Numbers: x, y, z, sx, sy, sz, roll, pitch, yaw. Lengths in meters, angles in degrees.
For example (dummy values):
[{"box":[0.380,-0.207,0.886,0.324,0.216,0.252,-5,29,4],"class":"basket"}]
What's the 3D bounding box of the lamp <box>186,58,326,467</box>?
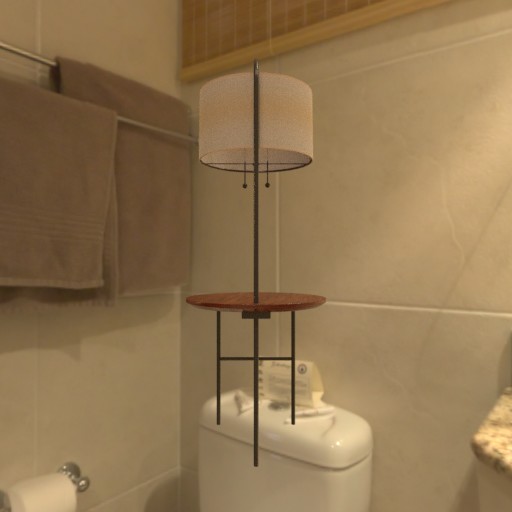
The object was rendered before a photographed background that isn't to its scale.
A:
[{"box":[0.000,0.000,1.833,0.573,1.517,0.573,0,0,0],"class":"lamp"}]
